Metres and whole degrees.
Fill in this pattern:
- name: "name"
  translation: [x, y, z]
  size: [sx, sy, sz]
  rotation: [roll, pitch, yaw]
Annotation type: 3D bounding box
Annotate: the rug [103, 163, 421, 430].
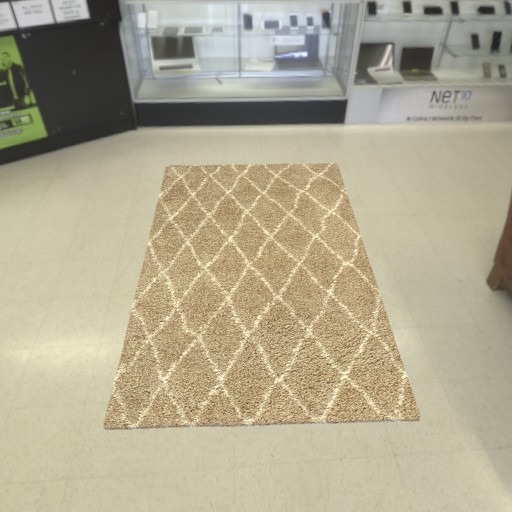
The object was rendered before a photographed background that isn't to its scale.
- name: "rug"
  translation: [0.000, 0.000, 3.027]
  size: [1.524, 0.030, 2.438]
  rotation: [-1, 42, -1]
